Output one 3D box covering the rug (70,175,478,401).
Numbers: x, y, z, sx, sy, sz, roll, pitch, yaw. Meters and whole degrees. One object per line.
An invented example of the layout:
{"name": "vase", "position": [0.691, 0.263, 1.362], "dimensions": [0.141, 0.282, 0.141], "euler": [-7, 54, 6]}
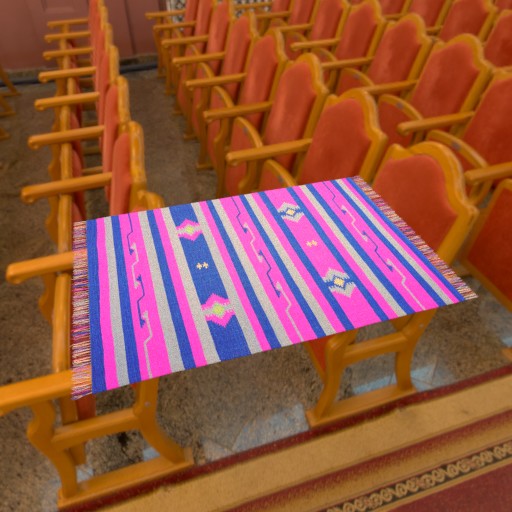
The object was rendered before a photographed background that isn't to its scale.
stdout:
{"name": "rug", "position": [0.000, 0.000, 2.948], "dimensions": [2.350, 0.013, 1.539], "euler": [-11, 41, -13]}
